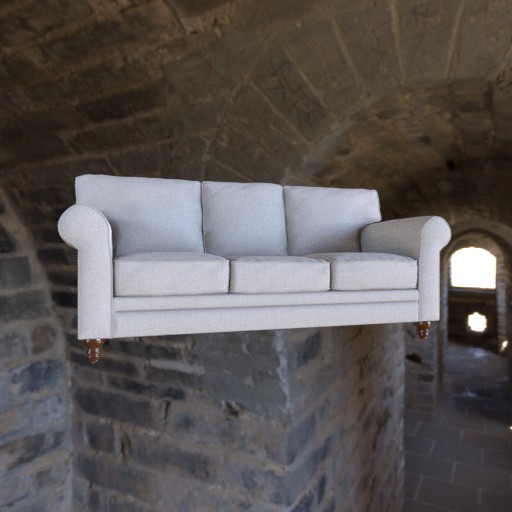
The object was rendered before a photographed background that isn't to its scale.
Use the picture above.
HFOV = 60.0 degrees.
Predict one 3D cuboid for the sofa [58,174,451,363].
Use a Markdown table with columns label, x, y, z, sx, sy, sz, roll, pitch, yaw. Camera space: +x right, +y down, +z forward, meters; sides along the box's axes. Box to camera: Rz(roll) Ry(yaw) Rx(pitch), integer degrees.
| label | x | y | z | sx | sy | sz | roll | pitch | yaw |
| --- | --- | --- | --- | --- | --- | --- | --- | --- | --- |
| sofa | 0.000 | 0.000 | 2.614 | 2.084 | 0.961 | 0.916 | 0 | 0 | -18 |
